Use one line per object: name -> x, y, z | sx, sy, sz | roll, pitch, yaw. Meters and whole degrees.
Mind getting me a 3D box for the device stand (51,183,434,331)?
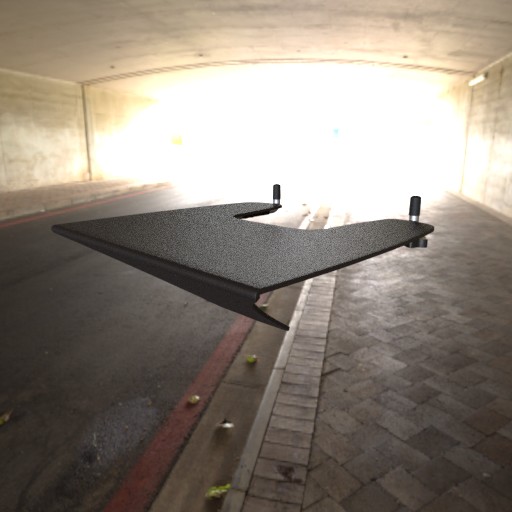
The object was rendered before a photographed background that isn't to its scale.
device stand -> 0.000, 0.000, 0.357 | 0.230, 0.092, 0.230 | 14, 20, 43
